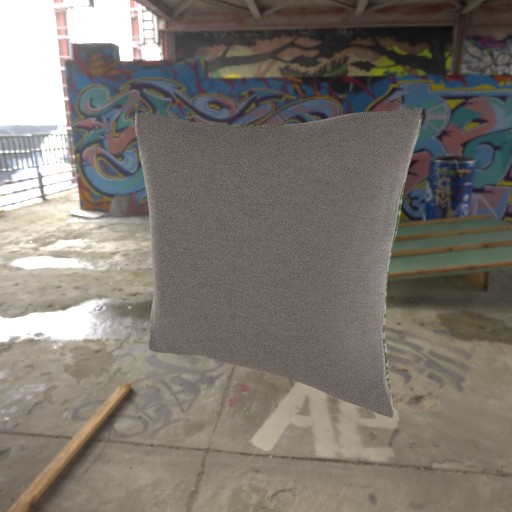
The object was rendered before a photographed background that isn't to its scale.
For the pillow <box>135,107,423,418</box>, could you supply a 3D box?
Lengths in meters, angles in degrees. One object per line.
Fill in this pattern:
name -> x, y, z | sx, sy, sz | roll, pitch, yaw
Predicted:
pillow -> 0.000, 0.000, 0.666 | 0.440, 0.419, 0.162 | 8, 18, 26
